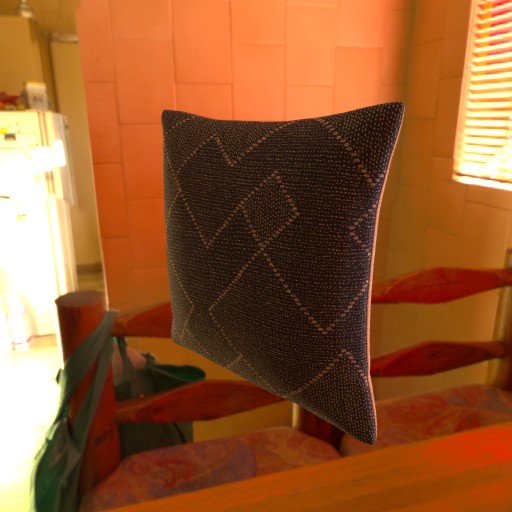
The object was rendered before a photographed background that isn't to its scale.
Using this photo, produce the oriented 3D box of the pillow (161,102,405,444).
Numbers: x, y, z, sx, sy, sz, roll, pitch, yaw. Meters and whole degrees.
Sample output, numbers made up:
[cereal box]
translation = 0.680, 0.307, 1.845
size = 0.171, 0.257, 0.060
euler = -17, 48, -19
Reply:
[pillow]
translation = 0.000, 0.000, 0.667
size = 0.435, 0.428, 0.148
euler = 15, 22, 41
